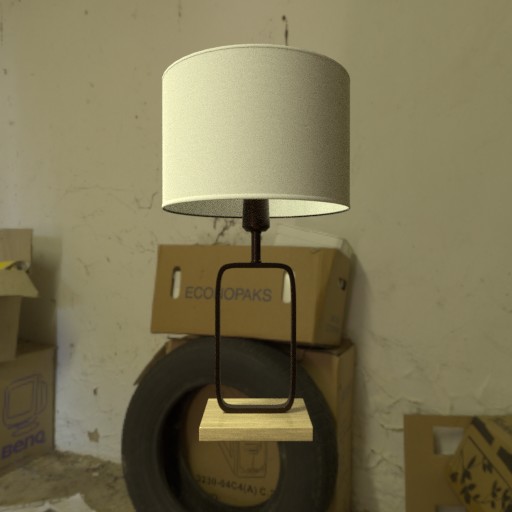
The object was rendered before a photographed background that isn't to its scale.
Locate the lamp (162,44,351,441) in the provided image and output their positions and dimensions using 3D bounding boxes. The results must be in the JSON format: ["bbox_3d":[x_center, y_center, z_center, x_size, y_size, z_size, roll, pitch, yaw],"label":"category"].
[{"bbox_3d":[0.000,0.000,0.670,0.279,0.508,0.279,0,0,0],"label":"lamp"}]
